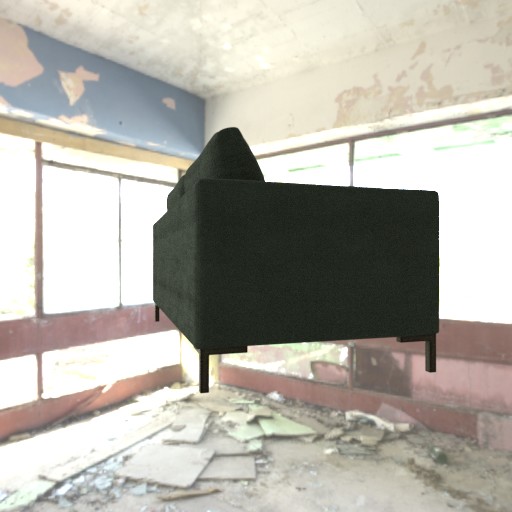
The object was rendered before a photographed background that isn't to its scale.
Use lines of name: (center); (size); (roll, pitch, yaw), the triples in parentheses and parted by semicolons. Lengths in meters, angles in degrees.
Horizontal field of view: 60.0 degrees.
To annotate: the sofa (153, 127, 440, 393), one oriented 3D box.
sofa: (0.000, 0.000, 2.183); (0.875, 0.817, 1.676); (0, -1, -17)
